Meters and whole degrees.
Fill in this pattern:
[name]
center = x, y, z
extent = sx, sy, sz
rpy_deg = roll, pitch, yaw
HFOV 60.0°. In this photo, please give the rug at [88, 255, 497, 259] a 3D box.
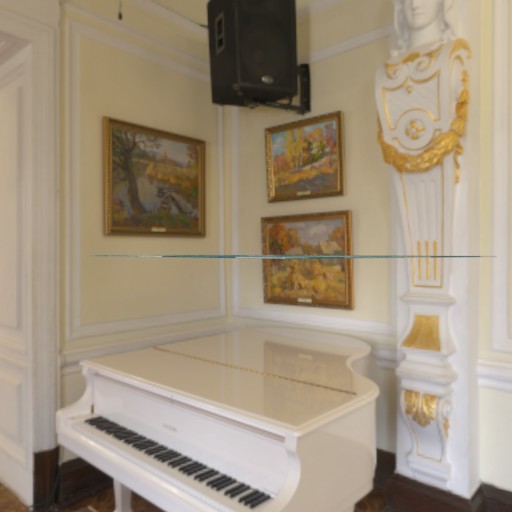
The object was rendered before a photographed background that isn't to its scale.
[rug]
center = 0.000, 0.000, 2.962
extent = 1.528, 0.005, 2.420
rpy_deg = 0, 0, -36
